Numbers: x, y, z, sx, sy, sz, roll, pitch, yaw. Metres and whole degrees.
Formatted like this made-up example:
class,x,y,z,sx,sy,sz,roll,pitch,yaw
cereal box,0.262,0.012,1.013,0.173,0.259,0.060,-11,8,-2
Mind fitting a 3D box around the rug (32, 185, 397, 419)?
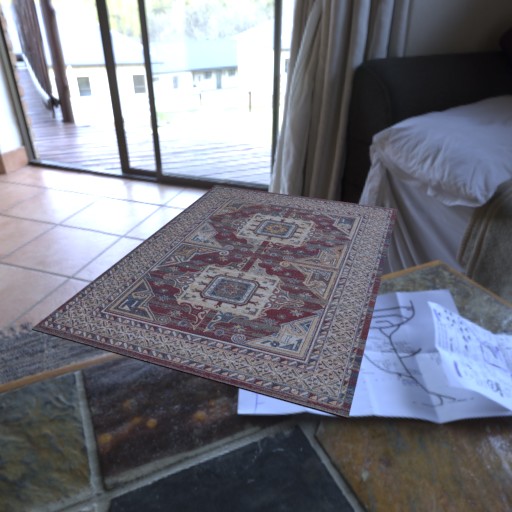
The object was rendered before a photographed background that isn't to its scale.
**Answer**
class,x,y,z,sx,sy,sz,roll,pitch,yaw
rug,0.000,0.000,2.899,1.599,0.011,2.210,10,31,18
